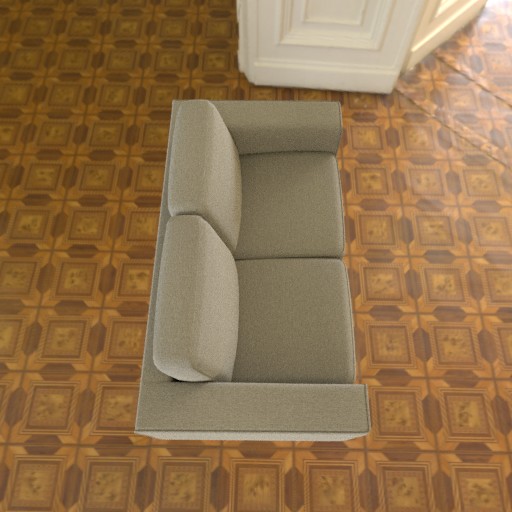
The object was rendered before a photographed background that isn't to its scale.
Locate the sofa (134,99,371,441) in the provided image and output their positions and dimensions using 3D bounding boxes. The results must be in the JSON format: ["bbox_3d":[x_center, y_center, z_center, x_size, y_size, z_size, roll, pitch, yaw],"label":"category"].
[{"bbox_3d":[0.000,0.000,2.395,1.007,0.924,1.812,0,65,0],"label":"sofa"}]
